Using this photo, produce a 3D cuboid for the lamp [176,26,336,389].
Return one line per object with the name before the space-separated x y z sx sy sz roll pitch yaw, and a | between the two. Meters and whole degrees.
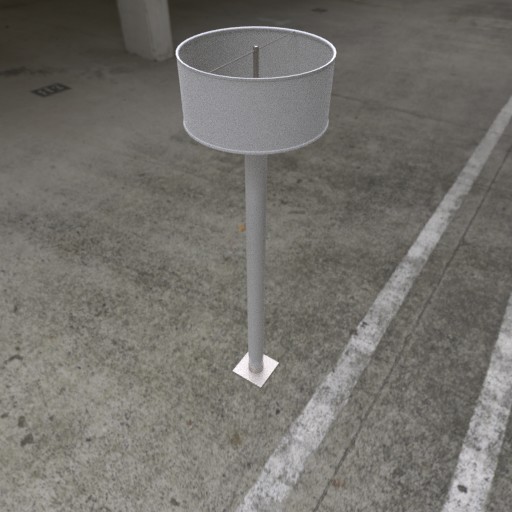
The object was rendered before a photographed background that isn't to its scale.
lamp | 0.000 0.000 1.649 0.420 1.475 0.420 24 47 24
